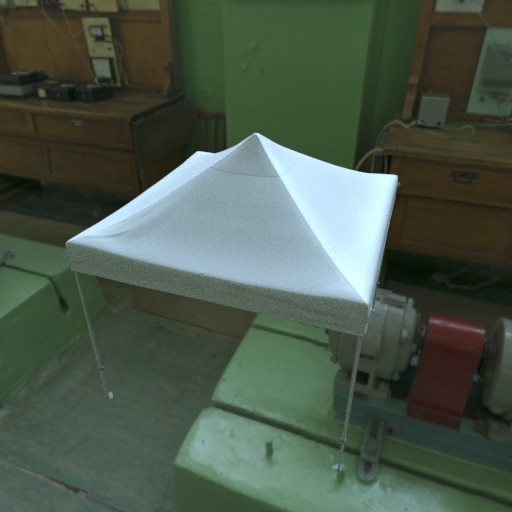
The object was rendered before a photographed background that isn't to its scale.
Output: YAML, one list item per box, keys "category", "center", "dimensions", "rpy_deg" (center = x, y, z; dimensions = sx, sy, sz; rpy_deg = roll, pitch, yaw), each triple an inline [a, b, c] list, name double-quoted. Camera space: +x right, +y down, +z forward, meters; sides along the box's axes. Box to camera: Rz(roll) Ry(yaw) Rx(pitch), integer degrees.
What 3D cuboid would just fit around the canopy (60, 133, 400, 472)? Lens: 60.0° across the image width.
- category: "canopy"
  center: [0.000, 0.000, 5.385]
  dimensions: [2.994, 2.998, 2.996]
  rpy_deg: [11, 33, 17]
